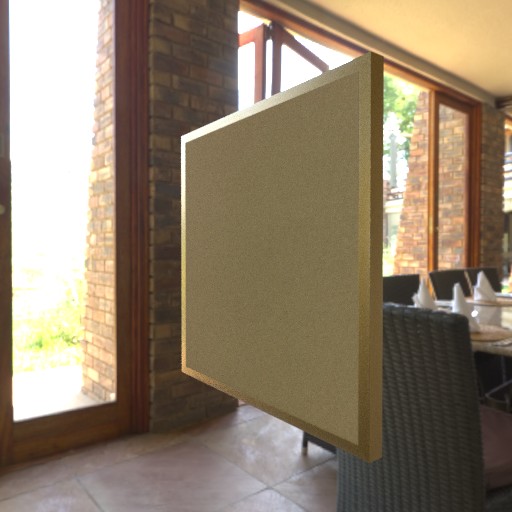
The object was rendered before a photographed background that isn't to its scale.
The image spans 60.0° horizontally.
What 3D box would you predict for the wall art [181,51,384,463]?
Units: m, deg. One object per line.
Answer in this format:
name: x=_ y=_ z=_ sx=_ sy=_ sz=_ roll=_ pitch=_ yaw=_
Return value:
wall art: x=0.000 y=0.000 z=1.135 sx=0.037 sy=0.760 sz=0.762 roll=-1 pitch=1 yaw=-36
